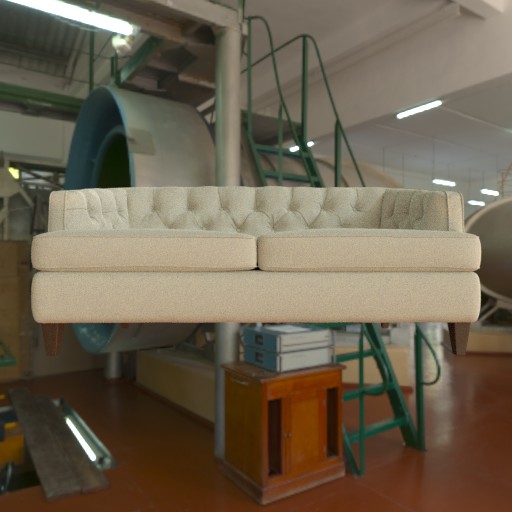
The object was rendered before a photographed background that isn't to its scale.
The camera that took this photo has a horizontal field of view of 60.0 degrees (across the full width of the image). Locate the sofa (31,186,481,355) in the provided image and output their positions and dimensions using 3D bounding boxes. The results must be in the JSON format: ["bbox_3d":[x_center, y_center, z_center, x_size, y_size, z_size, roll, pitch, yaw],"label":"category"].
[{"bbox_3d":[0.000,0.000,2.122,1.733,0.855,0.941,0,-1,0],"label":"sofa"}]
